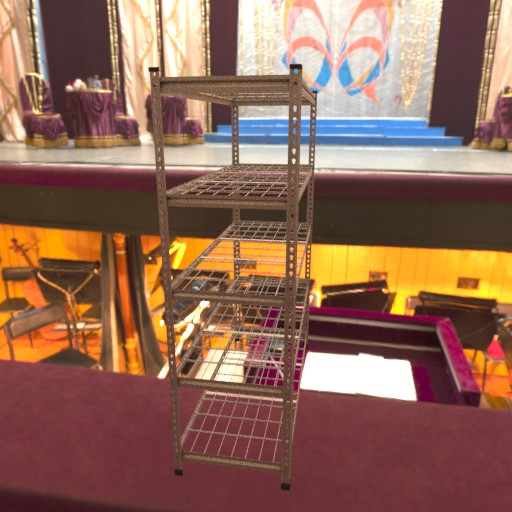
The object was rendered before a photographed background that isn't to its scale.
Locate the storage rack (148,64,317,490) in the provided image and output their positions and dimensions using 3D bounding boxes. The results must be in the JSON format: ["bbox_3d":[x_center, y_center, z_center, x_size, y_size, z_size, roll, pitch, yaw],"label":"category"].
[{"bbox_3d":[0.000,0.000,2.708,0.610,1.981,1.524,3,17,9],"label":"storage rack"}]
